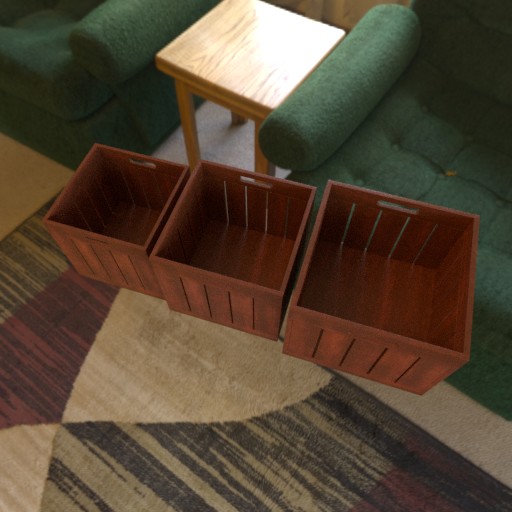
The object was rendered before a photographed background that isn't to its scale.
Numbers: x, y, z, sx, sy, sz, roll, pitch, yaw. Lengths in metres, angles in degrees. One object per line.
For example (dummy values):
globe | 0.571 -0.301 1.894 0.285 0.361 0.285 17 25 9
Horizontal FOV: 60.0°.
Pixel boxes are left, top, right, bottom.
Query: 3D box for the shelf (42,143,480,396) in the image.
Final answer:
shelf | 0.000 0.000 1.242 1.064 0.311 0.393 15 61 9
